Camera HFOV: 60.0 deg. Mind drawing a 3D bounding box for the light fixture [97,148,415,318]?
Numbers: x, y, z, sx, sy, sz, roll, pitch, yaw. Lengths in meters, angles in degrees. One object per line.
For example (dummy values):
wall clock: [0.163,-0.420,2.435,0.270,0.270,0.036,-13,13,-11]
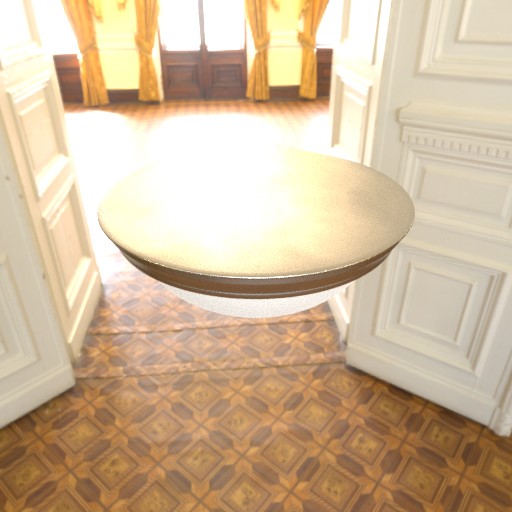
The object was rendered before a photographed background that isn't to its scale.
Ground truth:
light fixture: [0.000,0.000,0.441,0.280,0.135,0.280,0,31,0]
